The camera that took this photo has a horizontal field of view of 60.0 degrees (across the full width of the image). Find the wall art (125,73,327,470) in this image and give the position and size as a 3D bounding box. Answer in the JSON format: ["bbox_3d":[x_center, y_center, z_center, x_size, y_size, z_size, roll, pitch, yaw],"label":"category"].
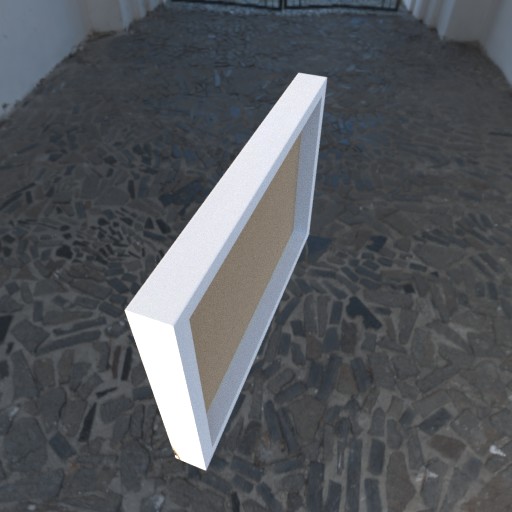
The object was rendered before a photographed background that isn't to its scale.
[{"bbox_3d":[0.000,0.000,0.497,0.039,0.254,0.384,15,48,15],"label":"wall art"}]
